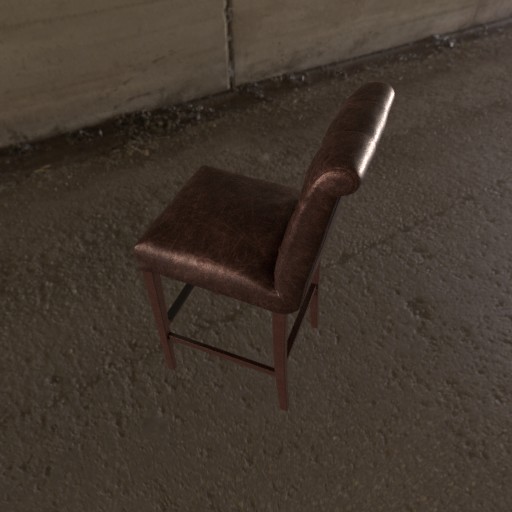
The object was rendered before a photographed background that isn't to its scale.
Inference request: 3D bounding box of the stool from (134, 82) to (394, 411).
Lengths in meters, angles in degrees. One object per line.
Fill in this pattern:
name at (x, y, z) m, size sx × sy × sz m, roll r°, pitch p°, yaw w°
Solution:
stool at (0.000, 0.000, 1.550) m, size 0.659 × 1.168 × 0.483 m, roll 16°, pitch 48°, yaw 15°
